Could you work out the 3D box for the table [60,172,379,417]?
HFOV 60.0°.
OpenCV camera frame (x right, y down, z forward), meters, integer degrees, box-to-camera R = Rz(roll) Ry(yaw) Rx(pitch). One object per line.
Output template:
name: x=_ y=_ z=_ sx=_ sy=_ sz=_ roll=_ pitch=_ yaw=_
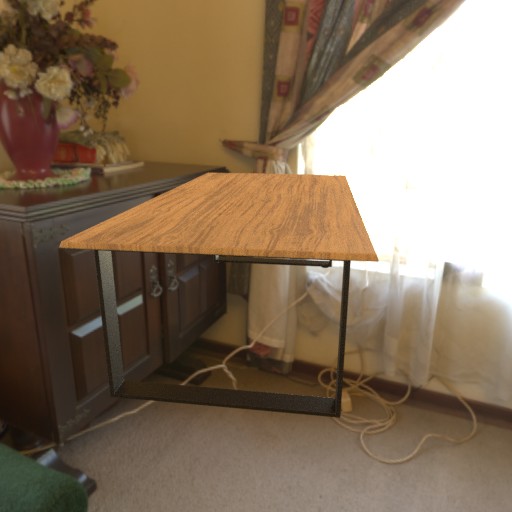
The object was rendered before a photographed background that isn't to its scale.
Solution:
table: x=0.000 y=0.000 z=1.632 sx=0.693 sy=0.445 sz=1.331 roll=2 pitch=17 yaw=8
